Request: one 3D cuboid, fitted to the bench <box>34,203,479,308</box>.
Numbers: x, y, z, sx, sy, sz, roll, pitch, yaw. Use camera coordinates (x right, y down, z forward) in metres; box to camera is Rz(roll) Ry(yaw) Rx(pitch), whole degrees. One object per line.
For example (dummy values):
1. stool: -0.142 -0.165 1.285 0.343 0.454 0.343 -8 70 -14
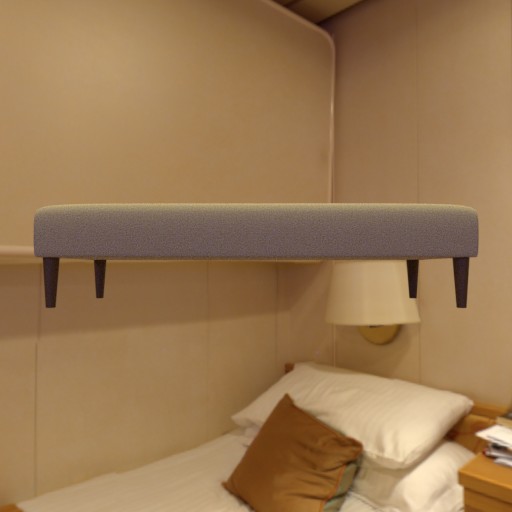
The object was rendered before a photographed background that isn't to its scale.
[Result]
1. bench: 0.000 0.000 1.889 1.609 0.393 0.646 0 -2 0
